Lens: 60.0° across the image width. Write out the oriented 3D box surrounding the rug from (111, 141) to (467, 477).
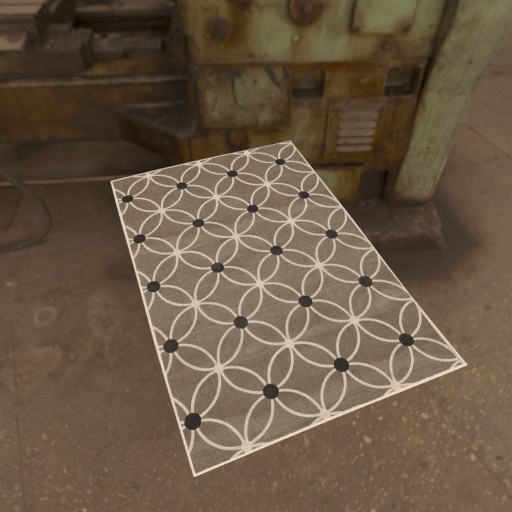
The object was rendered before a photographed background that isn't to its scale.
[{"bbox_3d":[0.000,0.000,2.884,1.522,0.008,2.284,-16,50,-14],"label":"rug"}]
